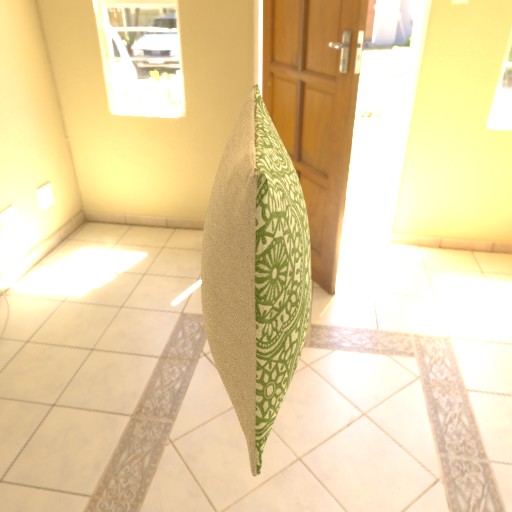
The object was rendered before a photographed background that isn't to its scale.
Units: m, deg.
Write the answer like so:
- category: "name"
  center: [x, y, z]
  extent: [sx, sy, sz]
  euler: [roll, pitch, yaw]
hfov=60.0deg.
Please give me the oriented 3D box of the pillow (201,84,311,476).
- category: "pillow"
  center: [0.000, 0.000, 0.666]
  extent: [0.162, 0.419, 0.440]
  euler: [0, 31, 0]
